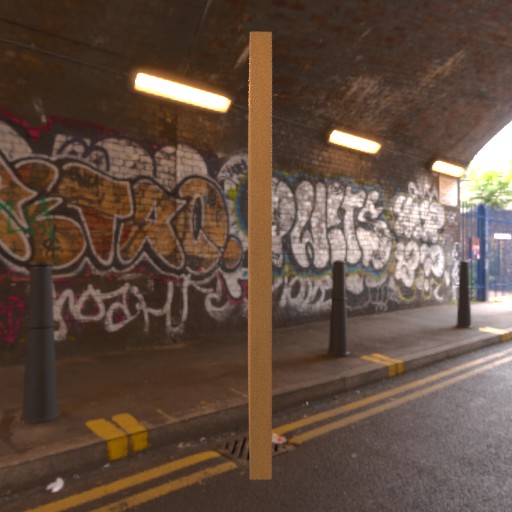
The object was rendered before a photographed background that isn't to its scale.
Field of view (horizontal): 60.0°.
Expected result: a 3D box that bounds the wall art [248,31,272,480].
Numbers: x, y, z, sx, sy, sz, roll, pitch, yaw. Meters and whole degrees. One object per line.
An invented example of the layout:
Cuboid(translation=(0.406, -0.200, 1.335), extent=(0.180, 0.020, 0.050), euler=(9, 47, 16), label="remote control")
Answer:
Cuboid(translation=(0.000, 0.000, 1.135), extent=(0.037, 0.763, 0.763), euler=(0, 0, -1), label="wall art")
